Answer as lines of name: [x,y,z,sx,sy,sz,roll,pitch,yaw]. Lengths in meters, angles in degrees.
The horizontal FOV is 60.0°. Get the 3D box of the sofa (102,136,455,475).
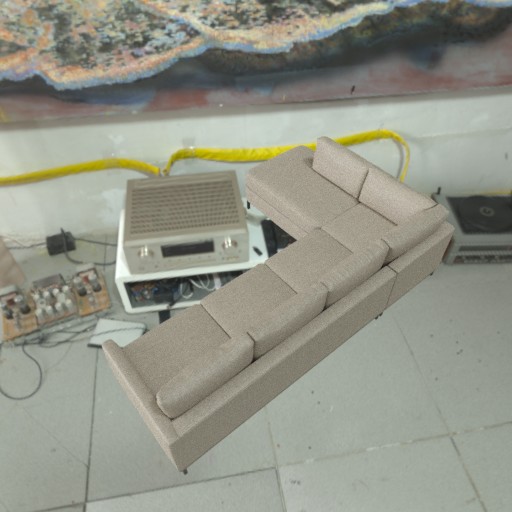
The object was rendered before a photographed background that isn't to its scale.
sofa: [0.000,0.000,3.167,2.423,0.703,1.617,-31,54,-26]
